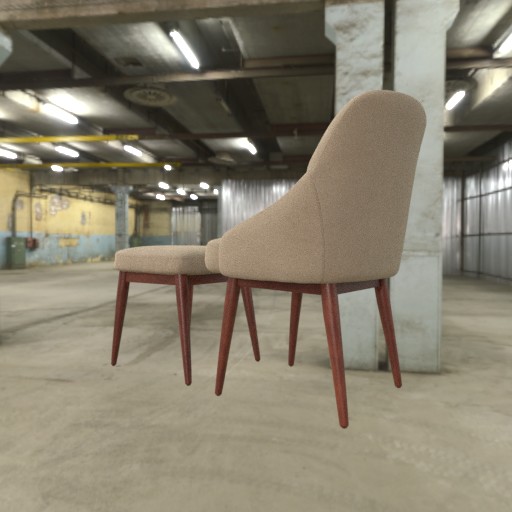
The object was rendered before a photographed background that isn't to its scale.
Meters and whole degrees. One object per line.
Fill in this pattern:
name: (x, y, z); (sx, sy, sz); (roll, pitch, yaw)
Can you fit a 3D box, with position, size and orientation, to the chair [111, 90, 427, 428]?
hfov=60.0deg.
chair: (0.000, 0.000, 1.550); (1.114, 0.866, 0.584); (1, 2, 37)
